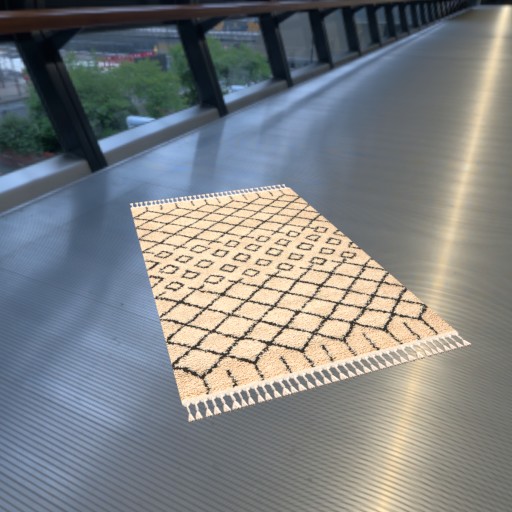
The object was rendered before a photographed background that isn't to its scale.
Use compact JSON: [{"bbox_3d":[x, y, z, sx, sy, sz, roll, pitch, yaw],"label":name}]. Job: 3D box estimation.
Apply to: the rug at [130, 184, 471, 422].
[{"bbox_3d":[0.000,0.000,2.488,1.196,0.008,2.006,-10,31,-17],"label":"rug"}]
